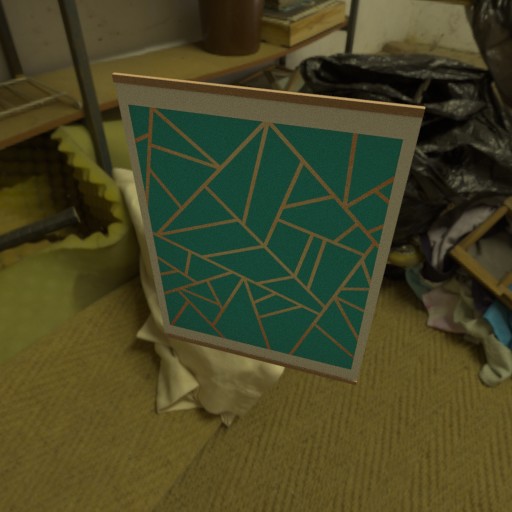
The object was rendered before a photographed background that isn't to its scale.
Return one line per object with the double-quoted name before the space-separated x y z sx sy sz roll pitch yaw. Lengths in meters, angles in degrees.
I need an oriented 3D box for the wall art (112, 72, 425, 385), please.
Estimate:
"wall art" 0.000 0.000 1.362 0.758 1.016 0.013 11 41 13
